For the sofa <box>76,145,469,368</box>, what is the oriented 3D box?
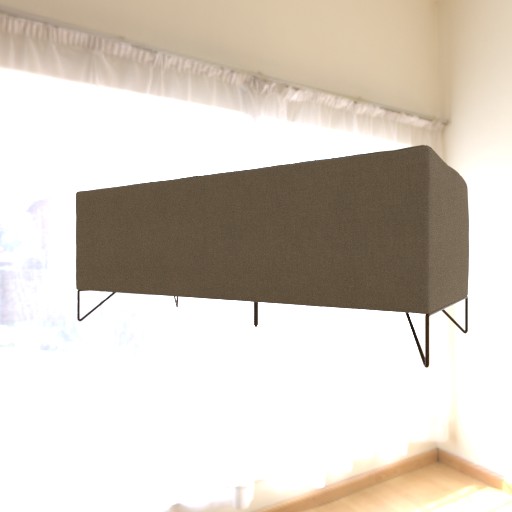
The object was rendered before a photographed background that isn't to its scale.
[{"bbox_3d":[0.000,0.000,2.495,2.079,0.798,0.912,0,0,34],"label":"sofa"}]
